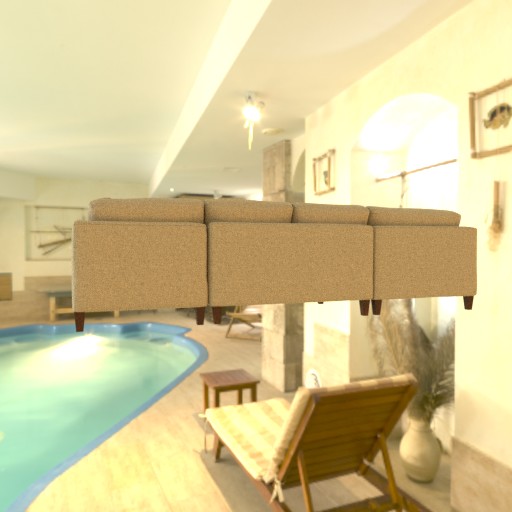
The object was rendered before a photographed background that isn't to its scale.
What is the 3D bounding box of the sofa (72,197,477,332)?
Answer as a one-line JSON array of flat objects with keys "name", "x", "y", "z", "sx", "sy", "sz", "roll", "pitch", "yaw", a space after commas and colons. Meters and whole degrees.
[{"name": "sofa", "x": 0.000, "y": 0.000, "z": 4.688, "sx": 3.460, "sy": 0.959, "sz": 2.593, "roll": 0, "pitch": 1, "yaw": -19}]
